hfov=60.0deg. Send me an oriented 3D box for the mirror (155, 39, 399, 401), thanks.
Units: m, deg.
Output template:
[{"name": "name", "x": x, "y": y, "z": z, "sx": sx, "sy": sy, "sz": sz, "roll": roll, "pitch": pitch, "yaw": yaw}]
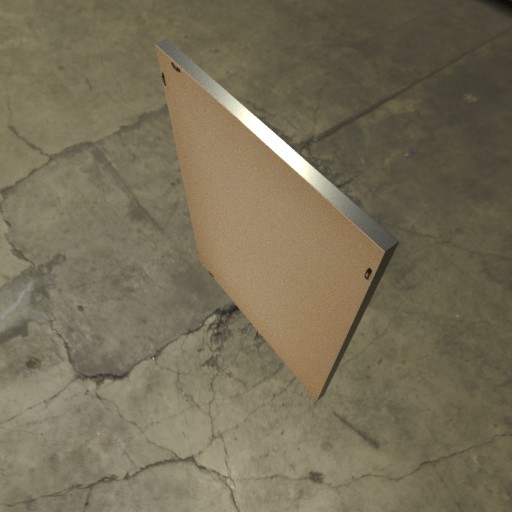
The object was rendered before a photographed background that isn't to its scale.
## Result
[{"name": "mirror", "x": 0.000, "y": 0.000, "z": 1.355, "sx": 0.040, "sy": 1.016, "sz": 0.762, "roll": -33, "pitch": 64, "yaw": -19}]
